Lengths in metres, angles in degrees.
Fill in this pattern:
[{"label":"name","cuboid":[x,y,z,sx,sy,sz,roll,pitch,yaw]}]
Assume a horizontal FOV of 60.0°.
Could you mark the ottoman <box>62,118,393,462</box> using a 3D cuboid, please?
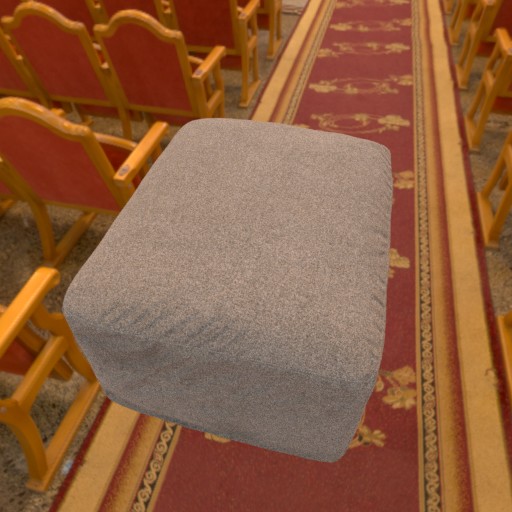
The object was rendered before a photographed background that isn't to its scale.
[{"label":"ottoman","cuboid":[0.000,0.000,1.226,0.683,0.481,0.837,10,48,9]}]
